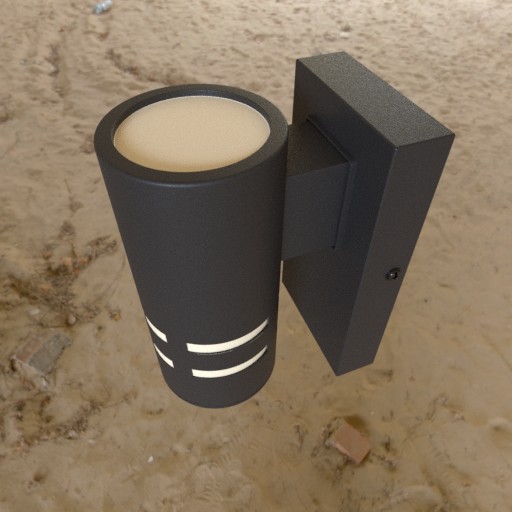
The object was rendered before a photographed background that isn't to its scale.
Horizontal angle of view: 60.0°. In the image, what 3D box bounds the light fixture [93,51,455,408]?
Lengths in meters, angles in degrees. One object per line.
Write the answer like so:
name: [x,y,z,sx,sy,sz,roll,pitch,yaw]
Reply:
light fixture: [0.000,0.000,0.256,0.138,0.179,0.098,-16,48,-15]
